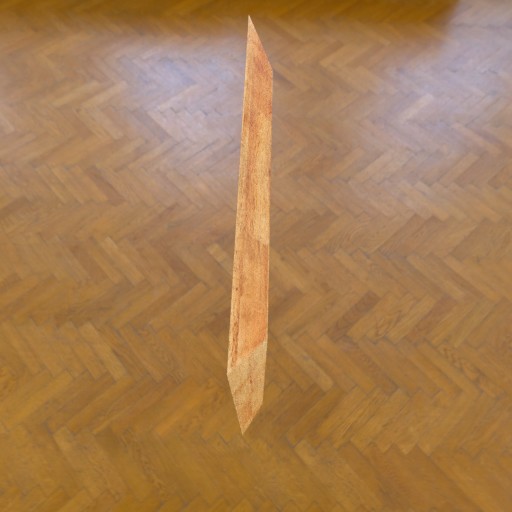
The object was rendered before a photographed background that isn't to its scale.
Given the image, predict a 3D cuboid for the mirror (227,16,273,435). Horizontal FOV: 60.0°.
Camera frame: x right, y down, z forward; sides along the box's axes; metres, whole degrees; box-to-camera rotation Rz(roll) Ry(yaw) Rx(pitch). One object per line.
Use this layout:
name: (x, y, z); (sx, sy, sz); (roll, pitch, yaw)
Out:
mirror: (0.000, 0.000, 0.944); (0.047, 0.651, 0.651); (2, 62, 1)
